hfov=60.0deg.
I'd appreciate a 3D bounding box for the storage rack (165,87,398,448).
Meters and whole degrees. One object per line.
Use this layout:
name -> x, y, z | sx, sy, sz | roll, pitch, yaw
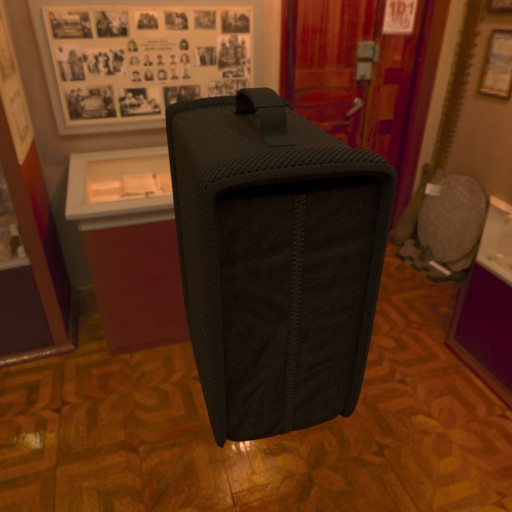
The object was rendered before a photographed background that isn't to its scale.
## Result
storage rack -> 0.000, 0.000, 0.544 | 0.168, 0.387, 0.297 | -8, 31, -13
